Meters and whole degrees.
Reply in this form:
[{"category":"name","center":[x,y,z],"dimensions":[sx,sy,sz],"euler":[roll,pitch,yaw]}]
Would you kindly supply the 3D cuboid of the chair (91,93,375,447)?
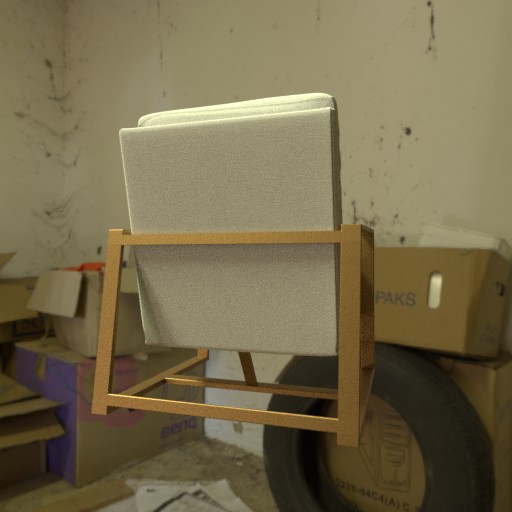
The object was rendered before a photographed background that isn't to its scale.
[{"category":"chair","center":[0.000,0.000,1.624],"dimensions":[0.805,0.966,0.813],"euler":[0,0,18]}]
